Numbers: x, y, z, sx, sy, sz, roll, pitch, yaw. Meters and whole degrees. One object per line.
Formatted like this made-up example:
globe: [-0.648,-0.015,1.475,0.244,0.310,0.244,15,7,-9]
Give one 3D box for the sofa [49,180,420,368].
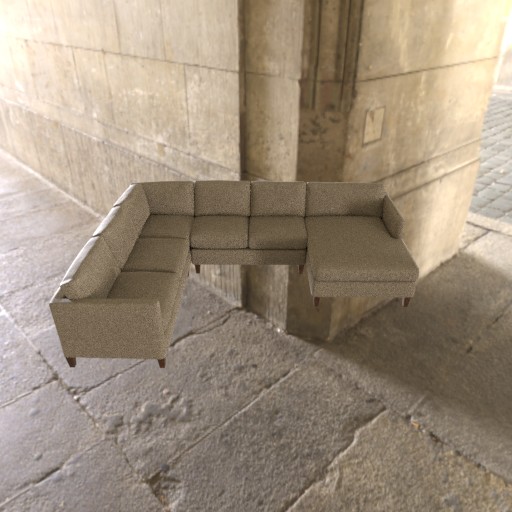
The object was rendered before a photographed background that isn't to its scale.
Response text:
sofa: [0.000,0.000,4.880,3.460,0.959,2.593,0,30,0]
